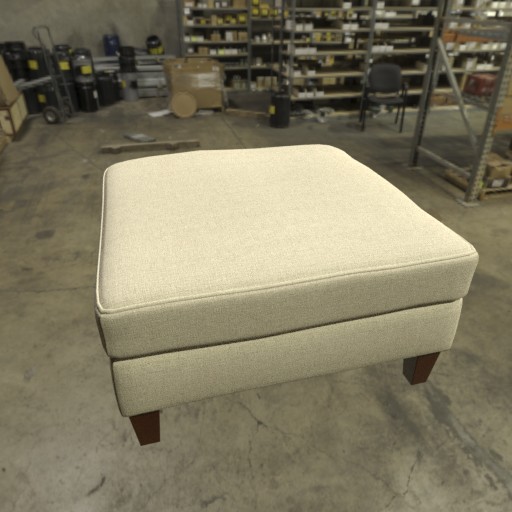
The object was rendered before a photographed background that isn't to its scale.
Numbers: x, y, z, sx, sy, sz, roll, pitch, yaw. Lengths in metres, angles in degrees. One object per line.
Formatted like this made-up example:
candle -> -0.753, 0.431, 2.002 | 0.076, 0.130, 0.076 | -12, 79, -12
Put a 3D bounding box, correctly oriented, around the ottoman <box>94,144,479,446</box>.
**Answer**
ottoman -> 0.000, 0.000, 1.321 | 0.838, 0.478, 0.838 | -8, 32, -13
